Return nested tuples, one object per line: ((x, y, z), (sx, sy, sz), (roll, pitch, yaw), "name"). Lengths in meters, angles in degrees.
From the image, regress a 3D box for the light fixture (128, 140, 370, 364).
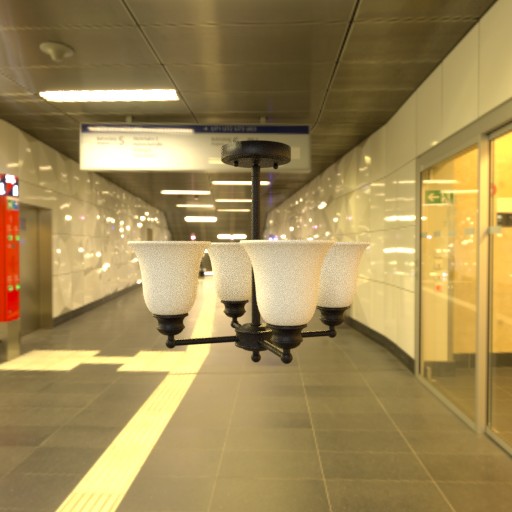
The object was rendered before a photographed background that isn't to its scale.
((0.000, 0.000, 1.919), (1.069, 0.925, 1.069), (0, 1, -17), "light fixture")
